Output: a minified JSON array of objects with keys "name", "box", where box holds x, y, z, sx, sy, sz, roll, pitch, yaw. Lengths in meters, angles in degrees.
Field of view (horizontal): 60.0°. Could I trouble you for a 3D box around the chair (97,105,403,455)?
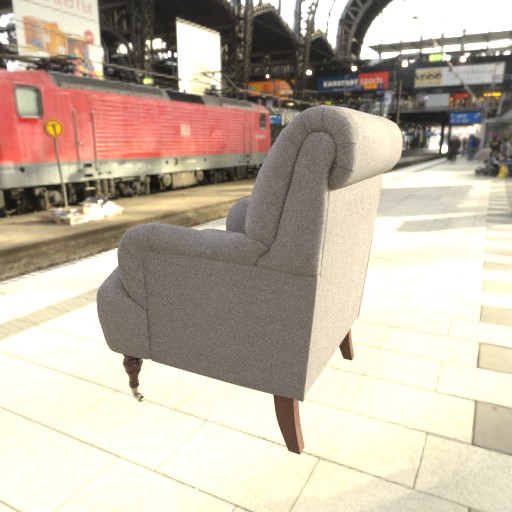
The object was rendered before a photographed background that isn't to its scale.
[{"name":"chair","box":[0.000,0.000,1.537,0.843,0.942,0.766,7,16,25]}]
